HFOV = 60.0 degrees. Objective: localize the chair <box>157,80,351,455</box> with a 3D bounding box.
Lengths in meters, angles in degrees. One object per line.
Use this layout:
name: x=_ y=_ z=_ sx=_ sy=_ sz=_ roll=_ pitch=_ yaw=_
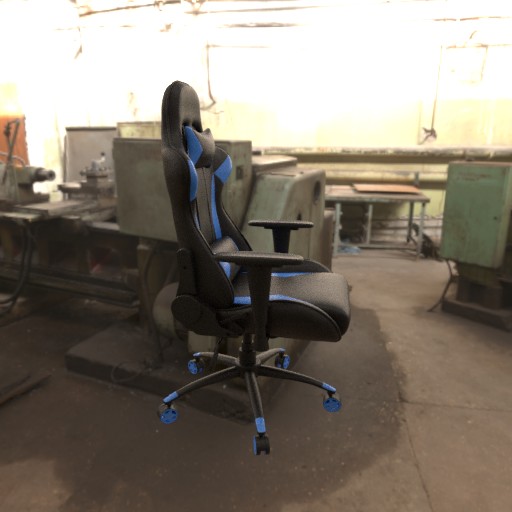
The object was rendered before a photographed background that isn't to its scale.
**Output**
chair: x=0.000 y=0.000 z=1.723 sx=0.730 sy=1.282 sz=0.695 roll=3 pitch=15 yaw=10
